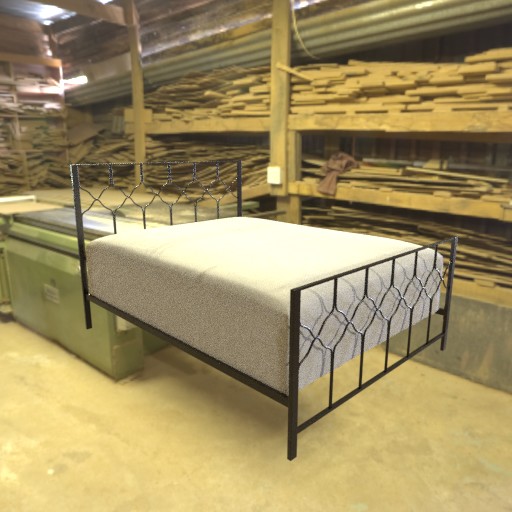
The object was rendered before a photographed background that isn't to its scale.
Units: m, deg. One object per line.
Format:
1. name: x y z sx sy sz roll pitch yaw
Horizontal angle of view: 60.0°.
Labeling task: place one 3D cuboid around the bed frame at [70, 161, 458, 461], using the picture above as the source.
1. bed frame: 0.000 0.000 3.051 1.597 1.222 2.063 -13 19 -43
